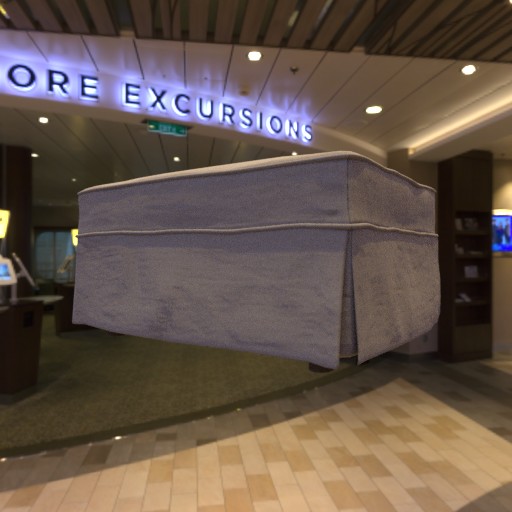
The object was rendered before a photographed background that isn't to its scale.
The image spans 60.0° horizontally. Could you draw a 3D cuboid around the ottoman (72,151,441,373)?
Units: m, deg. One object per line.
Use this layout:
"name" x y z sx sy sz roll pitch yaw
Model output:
"ottoman" 0.000 0.000 1.335 0.944 0.479 0.703 0 0 36
